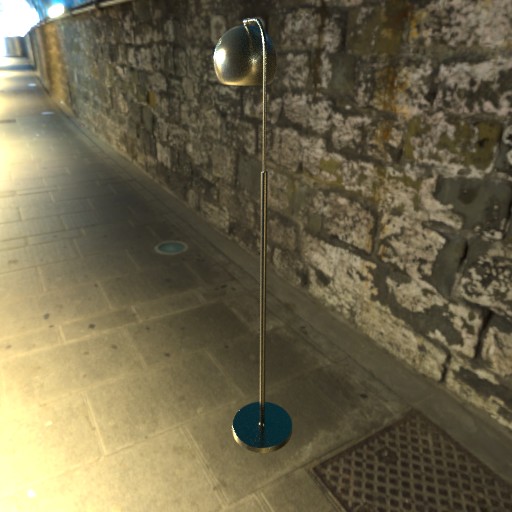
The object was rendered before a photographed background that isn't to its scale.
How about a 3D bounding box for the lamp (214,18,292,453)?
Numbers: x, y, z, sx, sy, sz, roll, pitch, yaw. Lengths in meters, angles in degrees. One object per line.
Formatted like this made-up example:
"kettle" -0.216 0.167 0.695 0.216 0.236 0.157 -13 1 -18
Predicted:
"lamp" 0.000 0.000 1.606 0.250 1.526 0.431 -7 26 -15
